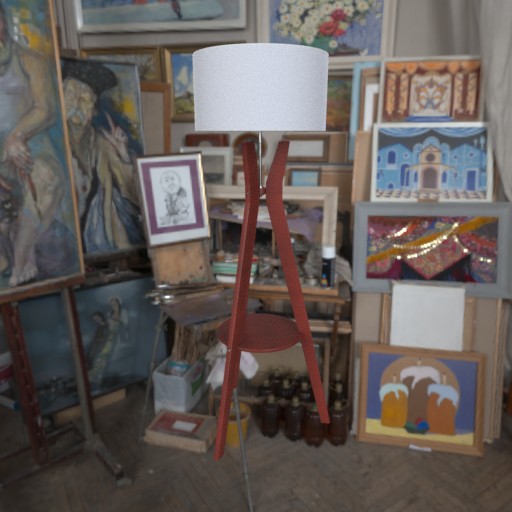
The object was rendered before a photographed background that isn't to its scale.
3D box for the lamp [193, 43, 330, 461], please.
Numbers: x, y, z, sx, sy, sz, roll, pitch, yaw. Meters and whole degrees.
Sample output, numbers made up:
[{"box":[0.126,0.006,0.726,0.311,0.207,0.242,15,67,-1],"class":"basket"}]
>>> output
[{"box":[0.000,0.000,1.782,0.539,1.472,0.542,-8,17,-25],"class":"lamp"}]
